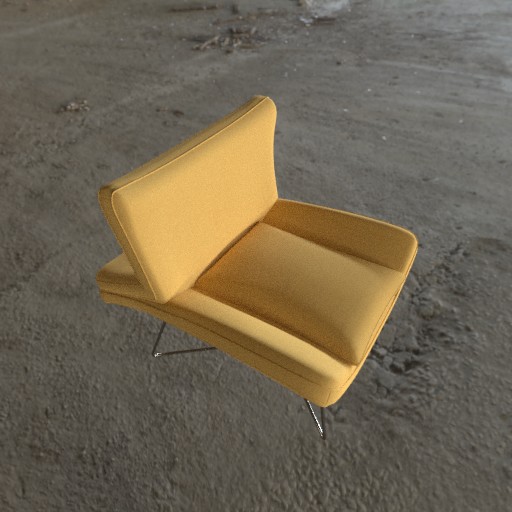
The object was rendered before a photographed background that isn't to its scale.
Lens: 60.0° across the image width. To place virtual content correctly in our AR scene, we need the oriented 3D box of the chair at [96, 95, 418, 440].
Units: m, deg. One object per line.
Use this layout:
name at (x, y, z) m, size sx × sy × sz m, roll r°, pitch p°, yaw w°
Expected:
chair at (0.000, 0.000, 1.648) m, size 1.008 × 0.855 × 0.859 m, roll 22°, pitch 45°, yaw 24°
